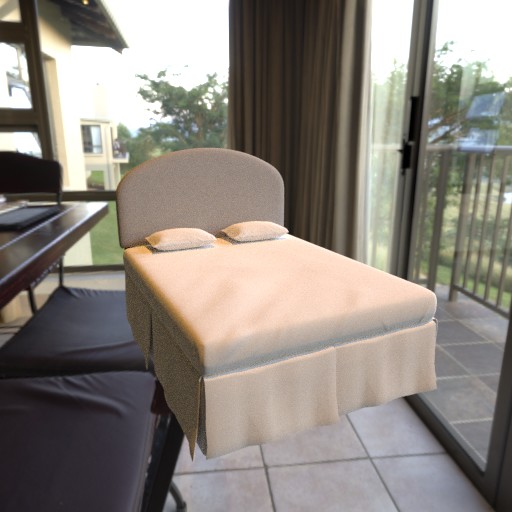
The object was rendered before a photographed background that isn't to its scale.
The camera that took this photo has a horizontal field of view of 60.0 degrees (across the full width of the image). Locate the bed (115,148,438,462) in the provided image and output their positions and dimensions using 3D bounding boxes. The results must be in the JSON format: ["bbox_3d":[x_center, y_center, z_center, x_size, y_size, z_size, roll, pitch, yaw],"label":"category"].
[{"bbox_3d":[0.000,0.000,3.091,1.607,1.410,2.005,-8,17,-25],"label":"bed"}]
